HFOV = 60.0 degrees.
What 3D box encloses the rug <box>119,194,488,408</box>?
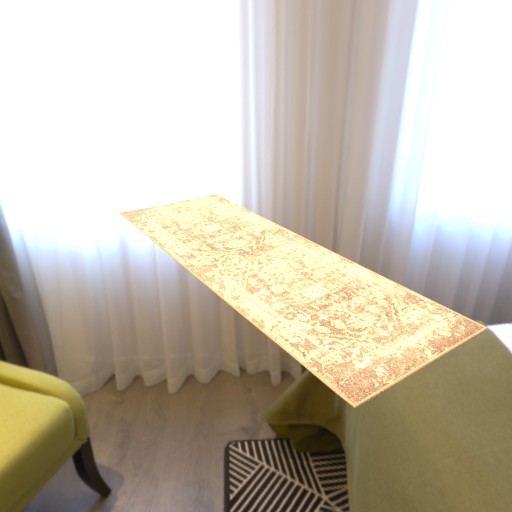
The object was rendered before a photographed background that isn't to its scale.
[{"bbox_3d":[0.000,0.000,2.685,0.855,0.017,2.452,-16,30,-31],"label":"rug"}]
